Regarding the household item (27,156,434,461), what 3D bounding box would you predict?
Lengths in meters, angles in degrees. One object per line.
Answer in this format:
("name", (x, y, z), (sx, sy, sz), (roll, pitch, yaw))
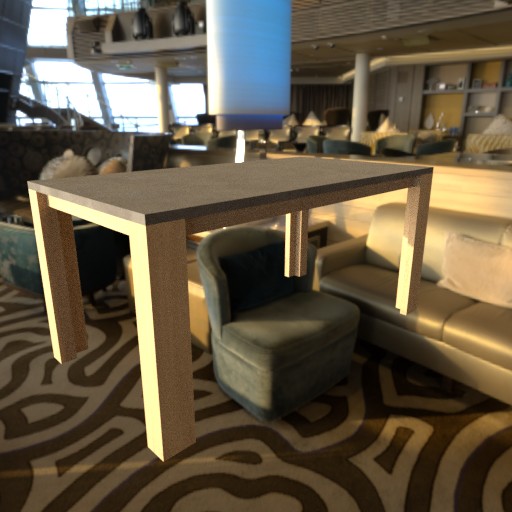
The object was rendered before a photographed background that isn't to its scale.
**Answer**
("household item", (0.000, 0.000, 2.040), (1.600, 0.755, 0.850), (-16, 24, -42))
